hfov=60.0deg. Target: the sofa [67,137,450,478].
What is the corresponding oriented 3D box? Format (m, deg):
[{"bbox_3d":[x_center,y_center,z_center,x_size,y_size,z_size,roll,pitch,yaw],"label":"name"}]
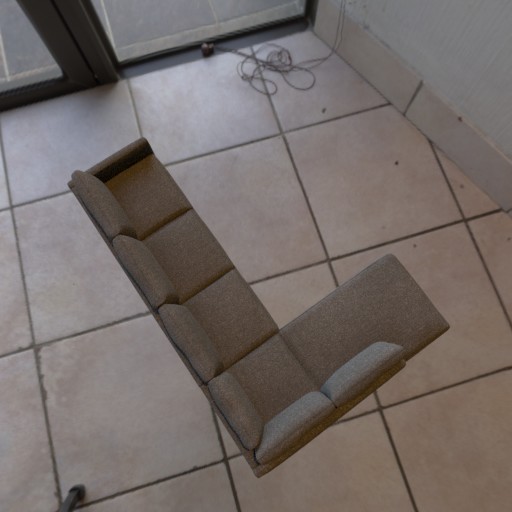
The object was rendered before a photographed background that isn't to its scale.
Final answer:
[{"bbox_3d":[0.000,0.000,3.892,2.007,0.815,2.949,-34,78,-8],"label":"sofa"}]
